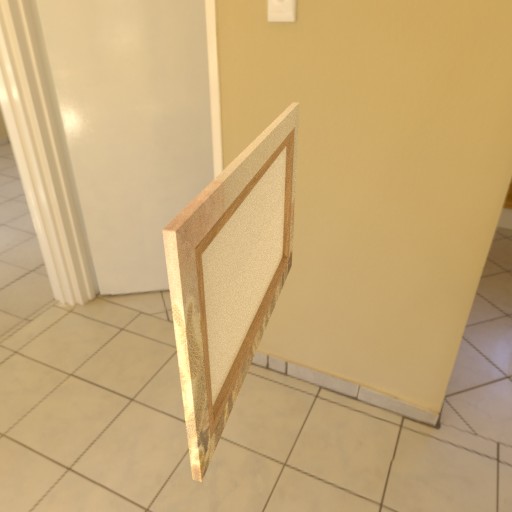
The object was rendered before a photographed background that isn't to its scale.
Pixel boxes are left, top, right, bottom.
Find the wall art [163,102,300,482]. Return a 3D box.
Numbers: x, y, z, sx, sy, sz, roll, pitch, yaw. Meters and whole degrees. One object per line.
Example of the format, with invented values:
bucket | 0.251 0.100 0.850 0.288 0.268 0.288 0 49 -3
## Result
wall art | 0.000 0.000 1.964 0.038 1.012 1.525 8 32 14
